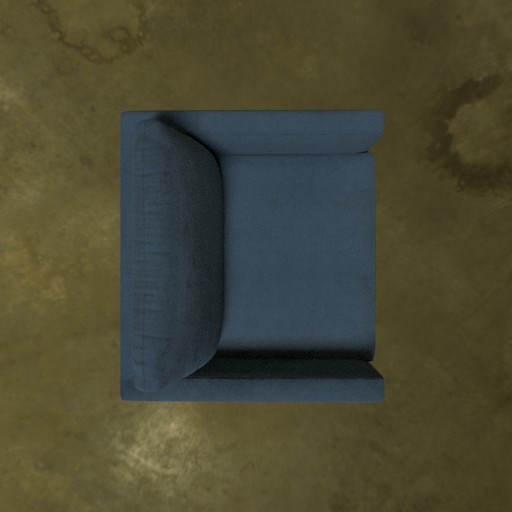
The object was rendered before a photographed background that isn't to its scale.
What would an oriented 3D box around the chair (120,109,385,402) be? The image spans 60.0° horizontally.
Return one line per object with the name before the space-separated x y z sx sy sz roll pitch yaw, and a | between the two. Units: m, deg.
chair | 0.000 0.000 1.627 0.875 0.812 0.964 0 90 1
